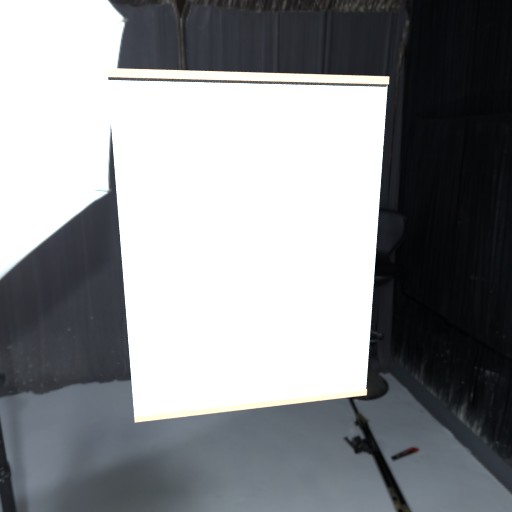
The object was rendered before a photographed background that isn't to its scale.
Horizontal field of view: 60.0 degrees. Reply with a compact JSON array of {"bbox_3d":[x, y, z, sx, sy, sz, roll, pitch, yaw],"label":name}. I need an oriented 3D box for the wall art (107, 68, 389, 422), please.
[{"bbox_3d":[0.000,0.000,0.791,0.459,0.608,0.012,-3,15,-11],"label":"wall art"}]
